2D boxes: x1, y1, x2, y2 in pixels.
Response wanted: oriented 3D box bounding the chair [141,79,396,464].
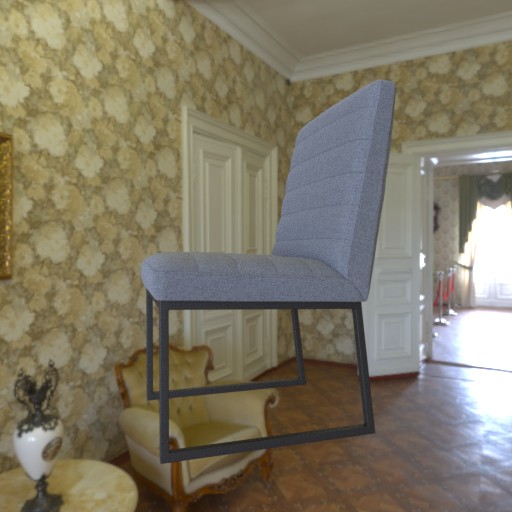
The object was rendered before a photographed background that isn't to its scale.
[{"bbox_3d":[0.000,0.000,1.302,0.634,0.930,0.520,0,1,-18],"label":"chair"}]
